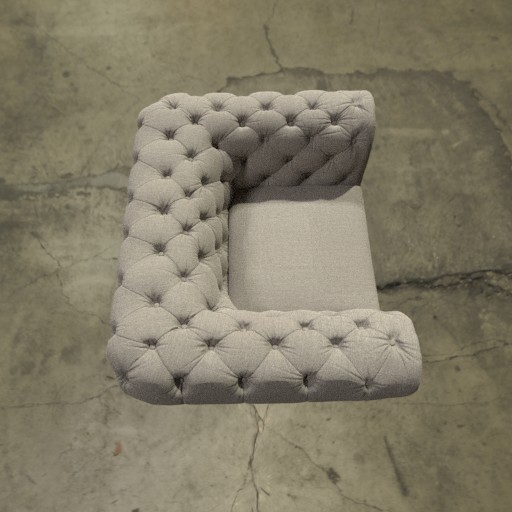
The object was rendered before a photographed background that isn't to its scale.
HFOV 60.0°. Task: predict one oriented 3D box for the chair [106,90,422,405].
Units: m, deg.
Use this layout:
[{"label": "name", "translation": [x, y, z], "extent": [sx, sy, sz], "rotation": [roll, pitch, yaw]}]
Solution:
[{"label": "chair", "translation": [0.000, 0.000, 1.877], "extent": [0.976, 0.770, 1.270], "rotation": [-1, 63, 0]}]
